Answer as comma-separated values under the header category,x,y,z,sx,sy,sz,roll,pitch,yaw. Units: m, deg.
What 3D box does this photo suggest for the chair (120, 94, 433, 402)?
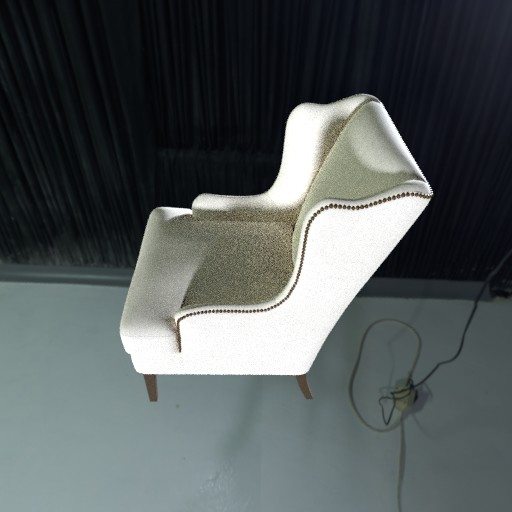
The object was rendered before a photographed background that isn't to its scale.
category,x,y,z,sx,sy,sz,roll,pitch,yaw
chair,0.000,0.000,1.717,0.940,1.029,0.737,-1,41,-1
